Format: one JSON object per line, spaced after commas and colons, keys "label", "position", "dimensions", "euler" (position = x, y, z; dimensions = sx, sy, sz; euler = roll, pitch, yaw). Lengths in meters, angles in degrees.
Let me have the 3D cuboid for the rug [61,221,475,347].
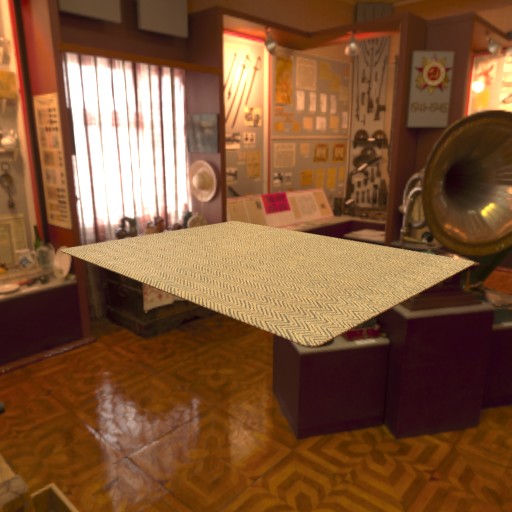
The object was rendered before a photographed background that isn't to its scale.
{"label": "rug", "position": [0.000, 0.000, 4.249], "dimensions": [3.207, 0.014, 2.439], "euler": [13, 19, 43]}
